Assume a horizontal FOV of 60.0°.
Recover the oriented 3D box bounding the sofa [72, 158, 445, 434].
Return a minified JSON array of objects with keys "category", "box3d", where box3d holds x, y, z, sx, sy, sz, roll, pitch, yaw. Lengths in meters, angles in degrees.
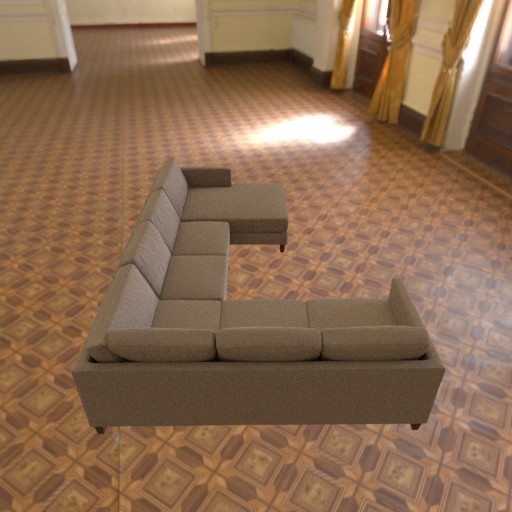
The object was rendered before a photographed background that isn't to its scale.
[{"category":"sofa","box3d":[0.000,0.000,4.405,2.424,0.865,3.438,0,33,-1]}]
